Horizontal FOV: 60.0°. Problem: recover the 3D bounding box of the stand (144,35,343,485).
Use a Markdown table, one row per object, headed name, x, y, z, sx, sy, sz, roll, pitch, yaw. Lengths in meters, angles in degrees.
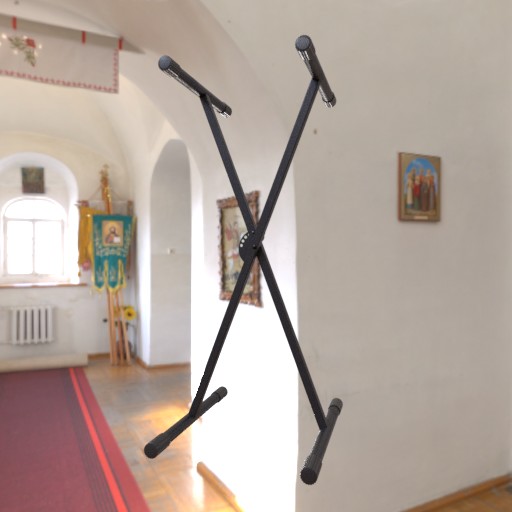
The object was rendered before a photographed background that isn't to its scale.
| name | x | y | z | sx | sy | sz | roll | pitch | yaw |
| --- | --- | --- | --- | --- | --- | --- | --- | --- | --- |
| stand | 0.000 | 0.000 | 1.180 | 0.409 | 0.940 | 0.449 | 0 | 1 | 18 |
